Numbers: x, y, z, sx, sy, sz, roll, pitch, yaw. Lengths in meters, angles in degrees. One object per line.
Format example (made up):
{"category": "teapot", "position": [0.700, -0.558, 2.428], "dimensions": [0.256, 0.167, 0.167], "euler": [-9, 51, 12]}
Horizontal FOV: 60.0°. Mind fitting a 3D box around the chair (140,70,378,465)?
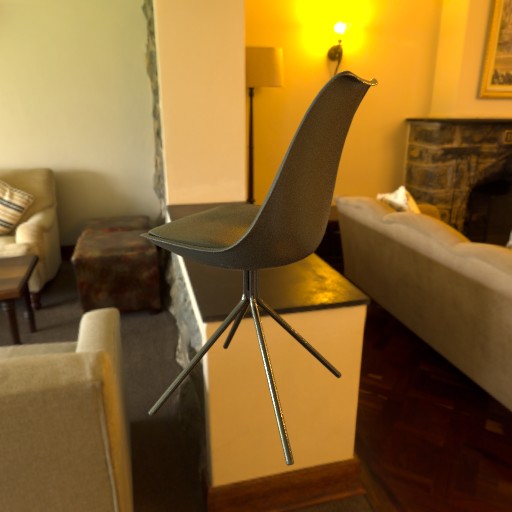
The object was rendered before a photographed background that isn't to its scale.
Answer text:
{"category": "chair", "position": [0.000, 0.000, 1.142], "dimensions": [0.525, 0.850, 0.461], "euler": [9, 20, 25]}
